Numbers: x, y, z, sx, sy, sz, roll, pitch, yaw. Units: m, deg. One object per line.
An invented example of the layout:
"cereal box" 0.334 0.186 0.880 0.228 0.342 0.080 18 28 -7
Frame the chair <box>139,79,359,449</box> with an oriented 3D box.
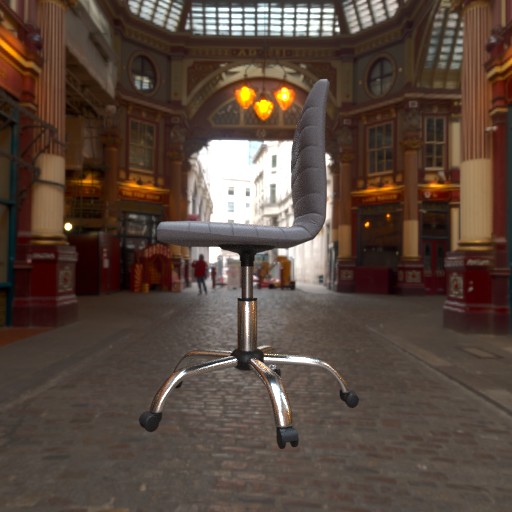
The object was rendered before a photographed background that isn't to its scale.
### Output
"chair" 0.000 0.000 1.155 0.530 0.780 0.556 0 -1 0
